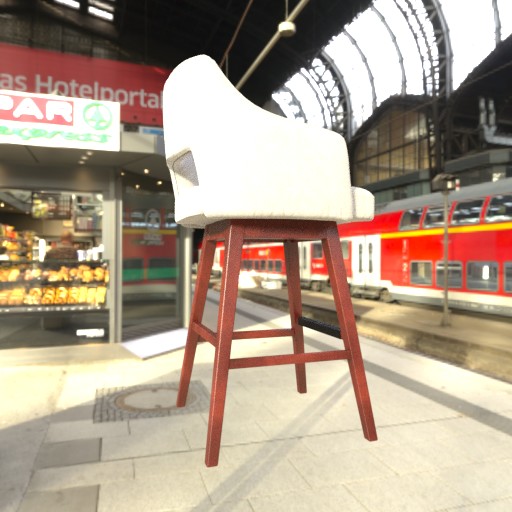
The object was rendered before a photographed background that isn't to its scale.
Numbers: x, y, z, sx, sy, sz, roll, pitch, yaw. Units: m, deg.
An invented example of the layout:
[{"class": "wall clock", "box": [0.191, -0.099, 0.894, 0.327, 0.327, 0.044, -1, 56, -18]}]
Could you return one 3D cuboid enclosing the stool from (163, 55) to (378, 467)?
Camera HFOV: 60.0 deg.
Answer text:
[{"class": "stool", "box": [0.000, 0.000, 1.348, 0.558, 1.012, 0.548, 0, 0, -19]}]
